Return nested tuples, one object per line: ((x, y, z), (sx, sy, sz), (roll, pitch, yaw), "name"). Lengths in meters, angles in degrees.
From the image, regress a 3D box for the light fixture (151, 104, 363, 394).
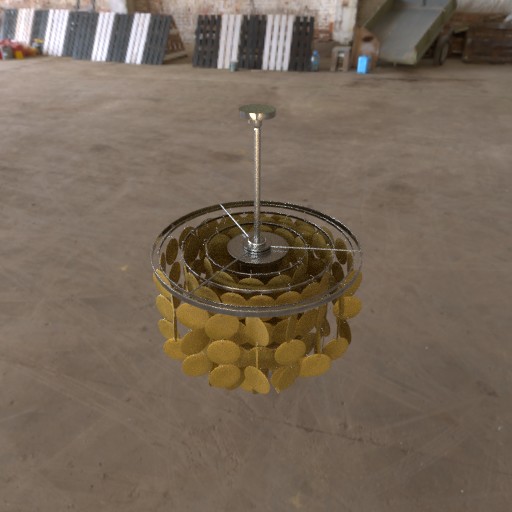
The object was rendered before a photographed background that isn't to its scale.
((0.000, 0.000, 0.761), (0.368, 0.492, 0.368), (0, 32, 0), "light fixture")
